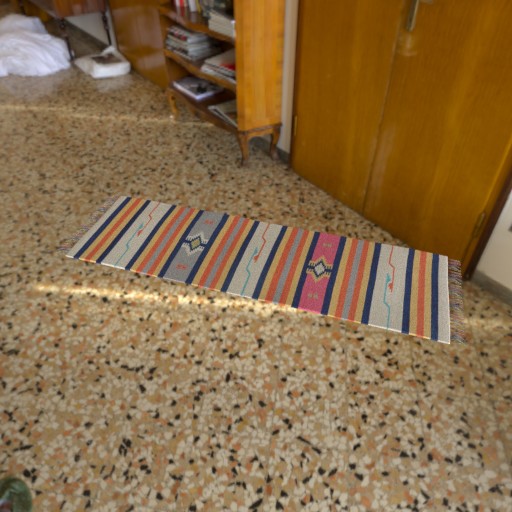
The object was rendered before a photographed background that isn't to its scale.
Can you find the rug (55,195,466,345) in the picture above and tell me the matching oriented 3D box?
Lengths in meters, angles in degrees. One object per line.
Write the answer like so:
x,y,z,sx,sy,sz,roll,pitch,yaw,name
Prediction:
0.000,0.000,2.770,2.455,0.017,0.695,12,43,13,rug
